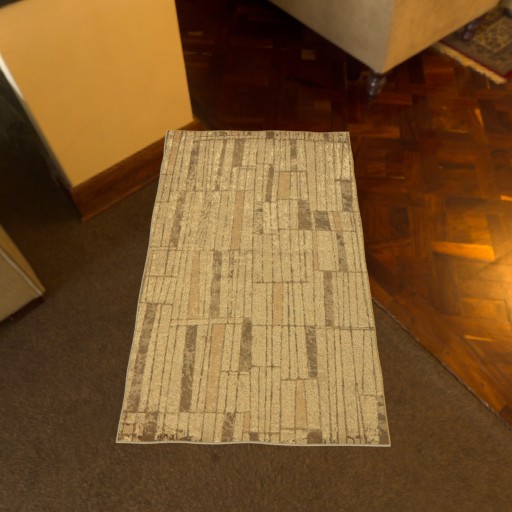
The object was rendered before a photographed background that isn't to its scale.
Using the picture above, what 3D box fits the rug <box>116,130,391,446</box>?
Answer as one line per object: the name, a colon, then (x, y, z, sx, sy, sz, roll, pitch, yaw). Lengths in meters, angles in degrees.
rug: (0.000, 0.000, 3.084, 1.531, 0.023, 2.444, 1, 59, 0)
